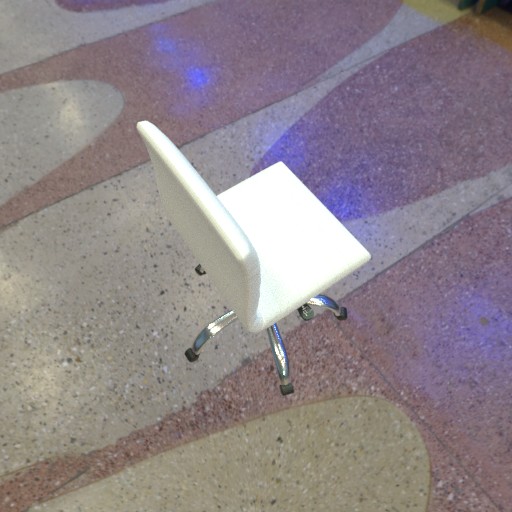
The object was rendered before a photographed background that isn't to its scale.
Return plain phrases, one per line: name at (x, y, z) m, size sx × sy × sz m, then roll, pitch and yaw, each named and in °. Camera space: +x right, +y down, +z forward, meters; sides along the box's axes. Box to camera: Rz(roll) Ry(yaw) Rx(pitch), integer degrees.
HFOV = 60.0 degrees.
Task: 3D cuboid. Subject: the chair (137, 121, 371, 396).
chair at (0.000, 0.000, 1.169) m, size 0.530 × 0.780 × 0.556 m, roll -30°, pitch 63°, yaw -17°
